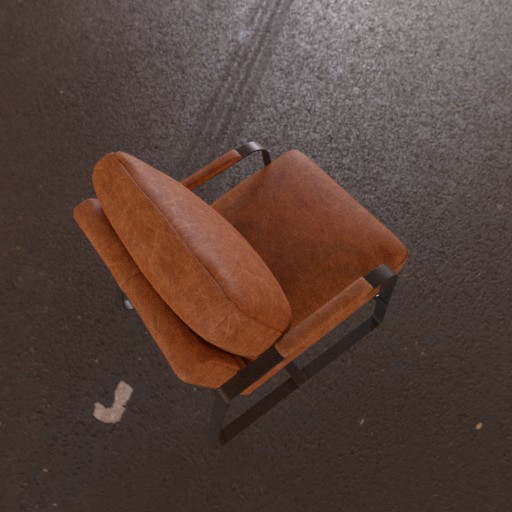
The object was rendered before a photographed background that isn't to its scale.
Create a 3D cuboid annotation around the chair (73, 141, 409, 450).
[{"bbox_3d":[0.000,0.000,1.361,0.801,0.777,0.651,-32,63,-19],"label":"chair"}]
